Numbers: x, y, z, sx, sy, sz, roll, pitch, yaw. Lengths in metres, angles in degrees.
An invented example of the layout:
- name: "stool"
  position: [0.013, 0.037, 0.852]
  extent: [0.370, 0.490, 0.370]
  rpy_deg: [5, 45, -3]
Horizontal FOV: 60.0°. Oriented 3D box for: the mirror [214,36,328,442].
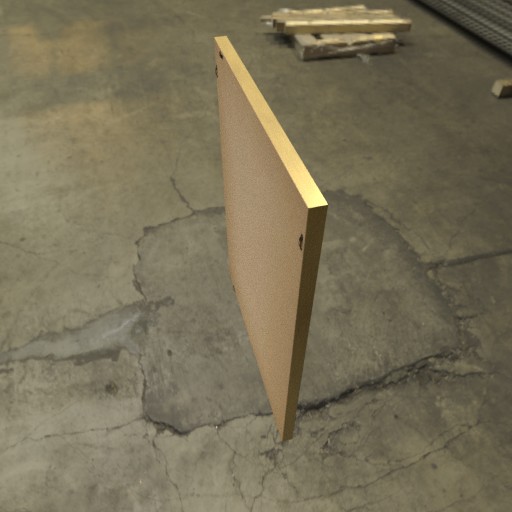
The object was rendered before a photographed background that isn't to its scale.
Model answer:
- name: "mirror"
  position: [0.000, 0.000, 1.360]
  extent: [0.040, 1.016, 0.762]
  rpy_deg: [-11, 48, -11]
